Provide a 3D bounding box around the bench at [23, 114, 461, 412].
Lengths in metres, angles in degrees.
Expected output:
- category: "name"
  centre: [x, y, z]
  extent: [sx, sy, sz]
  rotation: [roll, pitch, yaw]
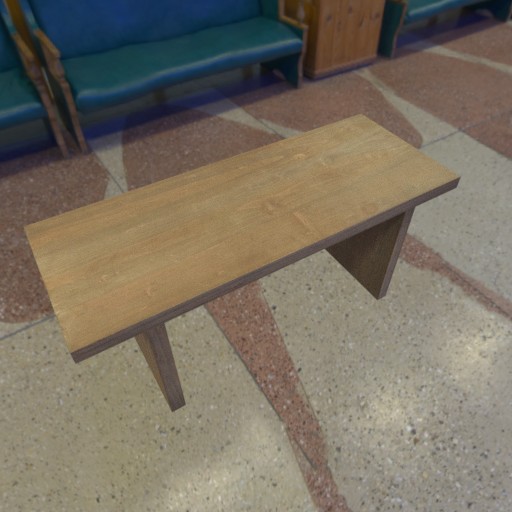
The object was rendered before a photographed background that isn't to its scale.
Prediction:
- category: "bench"
  centre: [0.000, 0.000, 1.432]
  extent: [1.183, 0.458, 0.458]
  rotation: [-24, 50, -21]
